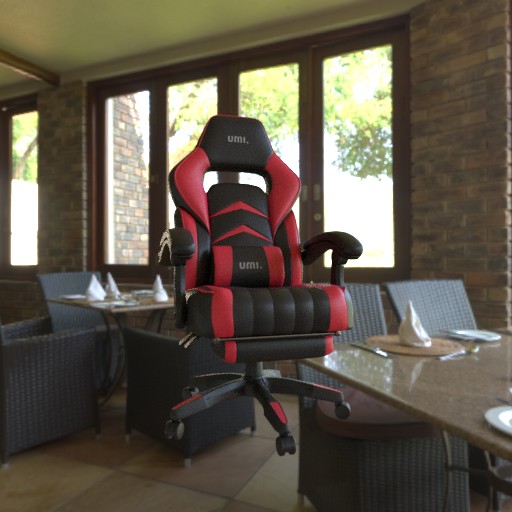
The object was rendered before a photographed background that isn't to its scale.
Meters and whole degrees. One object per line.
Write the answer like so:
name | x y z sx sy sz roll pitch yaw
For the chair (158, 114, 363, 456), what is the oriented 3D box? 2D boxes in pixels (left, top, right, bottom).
chair | 0.000 0.000 1.671 0.700 1.220 0.700 0 0 -17
